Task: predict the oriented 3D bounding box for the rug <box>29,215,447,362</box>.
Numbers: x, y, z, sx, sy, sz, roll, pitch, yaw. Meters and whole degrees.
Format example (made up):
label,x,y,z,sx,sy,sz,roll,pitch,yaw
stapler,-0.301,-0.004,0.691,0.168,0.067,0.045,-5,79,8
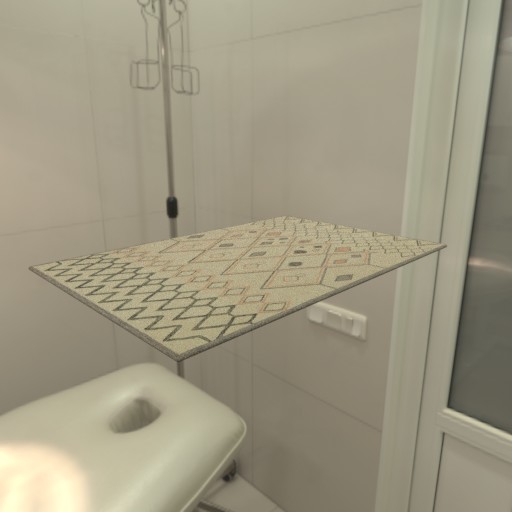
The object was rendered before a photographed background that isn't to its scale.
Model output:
label,x,y,z,sx,sy,sz,roll,pitch,yaw
rug,0.000,0.000,2.298,1.829,0.016,1.219,-15,22,-42
